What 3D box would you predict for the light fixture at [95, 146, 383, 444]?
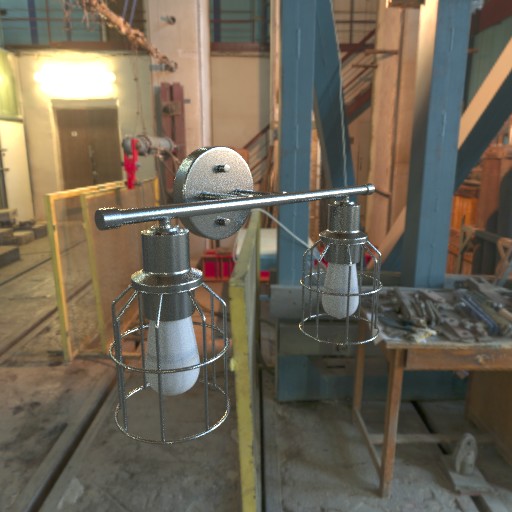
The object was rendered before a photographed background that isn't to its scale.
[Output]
[{"bbox_3d":[0.000,0.000,0.526,0.165,0.254,0.406,13,19,43],"label":"light fixture"}]
